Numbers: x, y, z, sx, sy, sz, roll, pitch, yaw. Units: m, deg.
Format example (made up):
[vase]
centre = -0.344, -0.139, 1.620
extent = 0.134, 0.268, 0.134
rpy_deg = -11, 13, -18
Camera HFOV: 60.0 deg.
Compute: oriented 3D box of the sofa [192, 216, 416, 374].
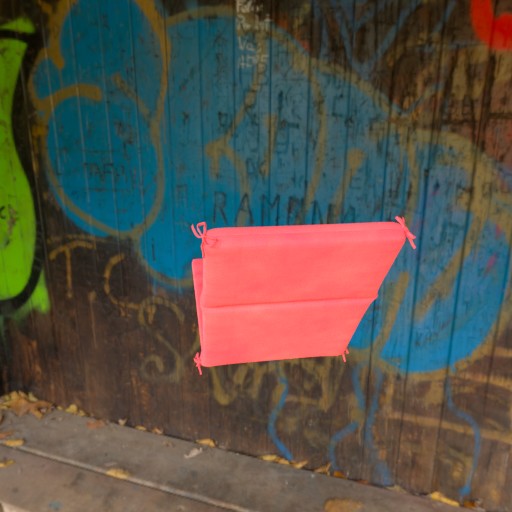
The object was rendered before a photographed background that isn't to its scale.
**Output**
[sofa]
centre = 0.000, 0.000, 1.926
extent = 0.582, 0.622, 1.663
rpy_deg = -3, 16, -9
